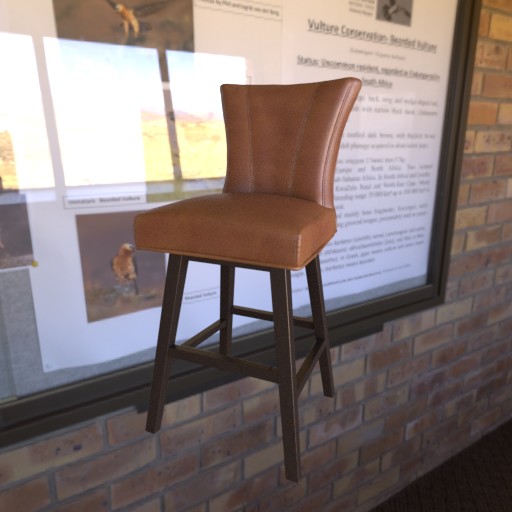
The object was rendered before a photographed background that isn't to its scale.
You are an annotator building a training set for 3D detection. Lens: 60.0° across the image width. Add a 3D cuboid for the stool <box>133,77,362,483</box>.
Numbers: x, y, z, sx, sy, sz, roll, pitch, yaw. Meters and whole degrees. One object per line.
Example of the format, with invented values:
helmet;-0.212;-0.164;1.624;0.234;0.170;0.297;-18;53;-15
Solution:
stool;0.000;0.000;1.422;0.522;1.094;0.585;7;17;24
